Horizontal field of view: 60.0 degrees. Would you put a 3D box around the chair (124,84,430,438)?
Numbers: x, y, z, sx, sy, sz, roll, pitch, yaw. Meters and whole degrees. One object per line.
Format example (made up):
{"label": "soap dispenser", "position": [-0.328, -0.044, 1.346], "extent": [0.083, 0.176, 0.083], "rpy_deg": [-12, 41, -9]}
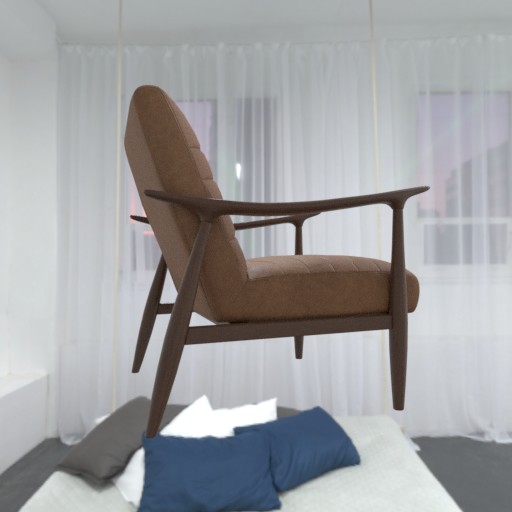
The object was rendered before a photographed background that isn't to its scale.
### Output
{"label": "chair", "position": [0.000, 0.000, 1.417], "extent": [0.798, 0.832, 0.741], "rpy_deg": [0, -1, -19]}
